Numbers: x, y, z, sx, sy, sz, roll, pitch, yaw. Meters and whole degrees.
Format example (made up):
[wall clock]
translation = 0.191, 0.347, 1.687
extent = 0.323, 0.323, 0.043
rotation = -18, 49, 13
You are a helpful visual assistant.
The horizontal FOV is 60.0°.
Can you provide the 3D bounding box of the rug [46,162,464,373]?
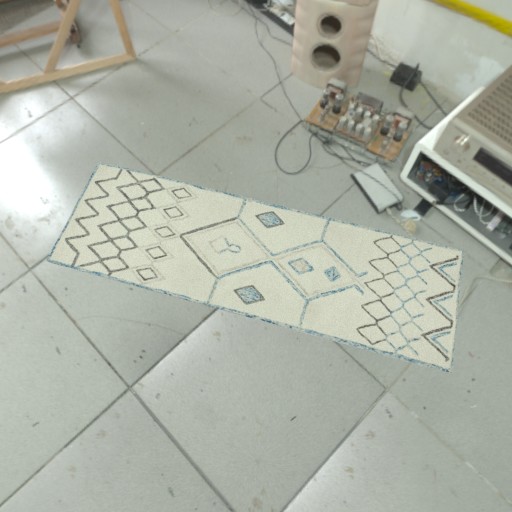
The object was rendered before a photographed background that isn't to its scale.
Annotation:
[rug]
translation = 0.000, 0.000, 2.709
extent = 2.434, 0.013, 0.770
rotation = 15, 66, 7
